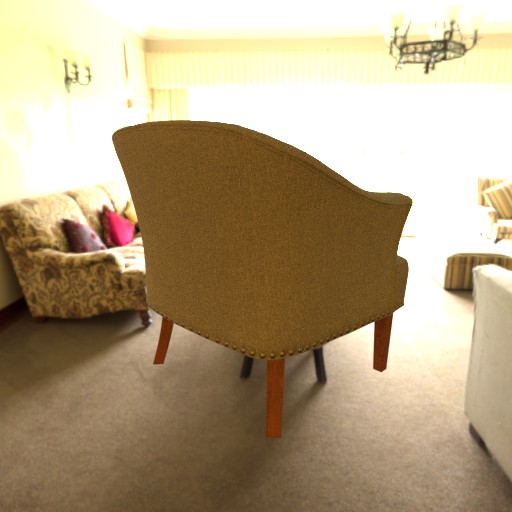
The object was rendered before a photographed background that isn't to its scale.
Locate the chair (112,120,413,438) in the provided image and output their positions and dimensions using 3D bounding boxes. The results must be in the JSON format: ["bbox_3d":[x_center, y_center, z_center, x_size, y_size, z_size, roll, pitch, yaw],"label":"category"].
[{"bbox_3d":[0.000,0.000,1.426,0.704,0.815,0.798,-14,20,-42],"label":"chair"}]
